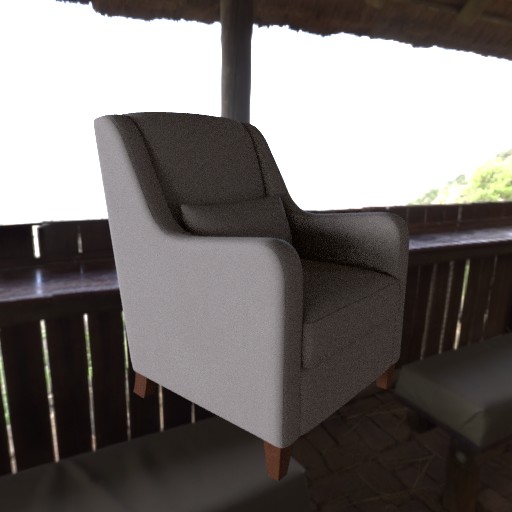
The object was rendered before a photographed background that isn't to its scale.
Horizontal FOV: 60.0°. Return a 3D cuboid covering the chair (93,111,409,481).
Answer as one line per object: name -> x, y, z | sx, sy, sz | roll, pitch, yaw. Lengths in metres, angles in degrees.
chair -> 0.000, 0.000, 1.572 | 0.863, 1.010, 0.715 | 12, 18, 41
